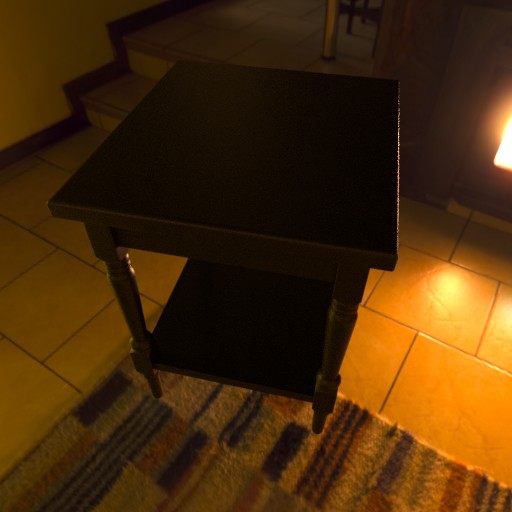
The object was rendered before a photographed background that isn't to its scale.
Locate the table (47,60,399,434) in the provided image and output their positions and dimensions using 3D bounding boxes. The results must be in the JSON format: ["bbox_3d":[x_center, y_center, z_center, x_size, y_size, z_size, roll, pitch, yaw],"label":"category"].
[{"bbox_3d":[0.000,0.000,0.898,0.442,0.565,0.488,9,45,9],"label":"table"}]
